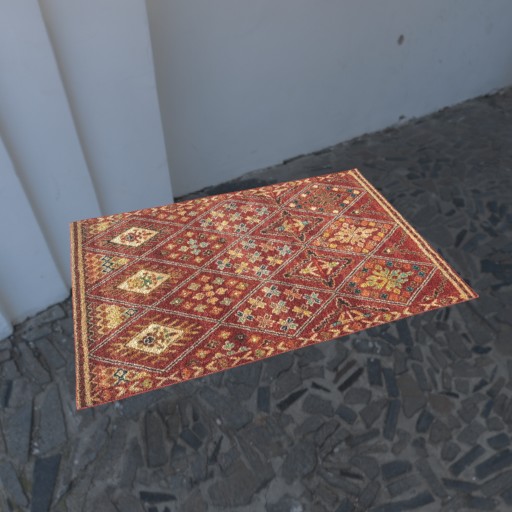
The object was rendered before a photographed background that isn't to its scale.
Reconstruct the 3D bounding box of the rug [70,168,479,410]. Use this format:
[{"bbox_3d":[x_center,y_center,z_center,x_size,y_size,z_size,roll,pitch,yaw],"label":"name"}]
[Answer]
[{"bbox_3d":[0.000,0.000,2.883,2.286,0.026,1.521,-13,44,-14],"label":"rug"}]
